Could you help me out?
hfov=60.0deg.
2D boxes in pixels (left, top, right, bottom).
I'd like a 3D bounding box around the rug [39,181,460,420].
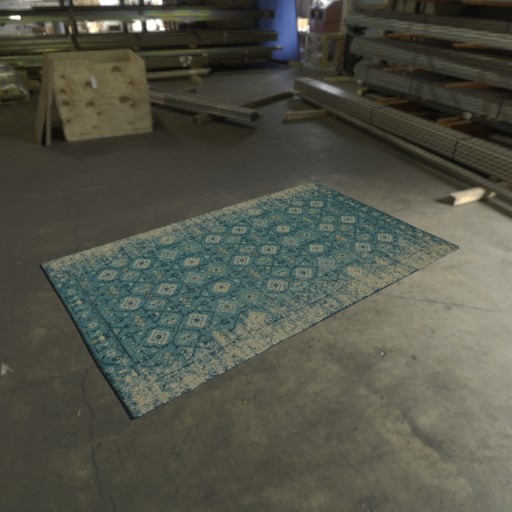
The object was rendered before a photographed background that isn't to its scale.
[{"bbox_3d":[0.000,0.000,3.012,2.449,0.015,1.530,-21,37,-30],"label":"rug"}]
